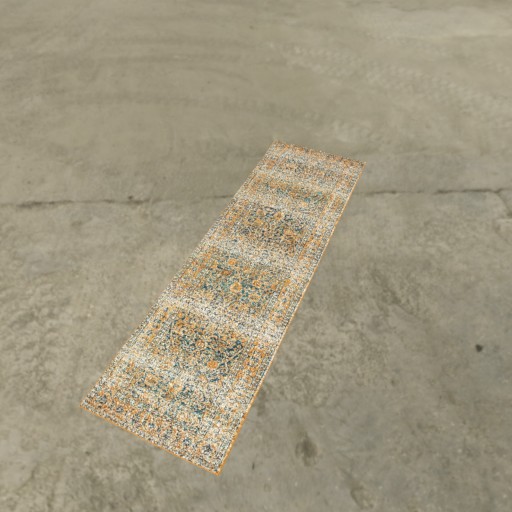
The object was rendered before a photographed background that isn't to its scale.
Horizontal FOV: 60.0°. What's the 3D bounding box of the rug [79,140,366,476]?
[{"bbox_3d":[0.000,0.000,2.577,0.704,0.014,2.294,19,51,16],"label":"rug"}]
